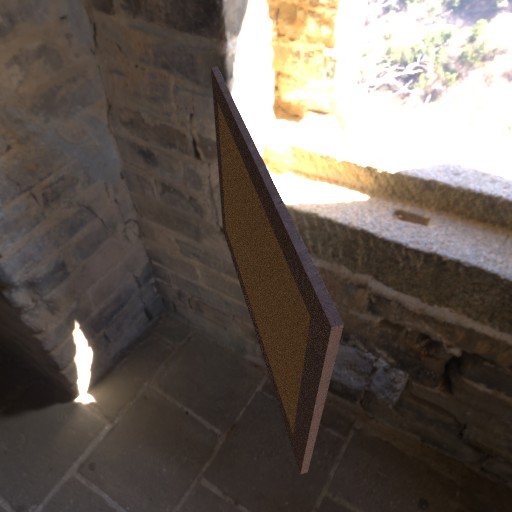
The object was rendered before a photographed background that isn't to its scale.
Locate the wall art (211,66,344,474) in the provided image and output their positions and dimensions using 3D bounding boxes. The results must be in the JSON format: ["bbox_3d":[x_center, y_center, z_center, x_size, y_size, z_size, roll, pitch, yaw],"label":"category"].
[{"bbox_3d":[0.000,0.000,1.175,0.019,0.626,0.917,-11,47,-10],"label":"wall art"}]
